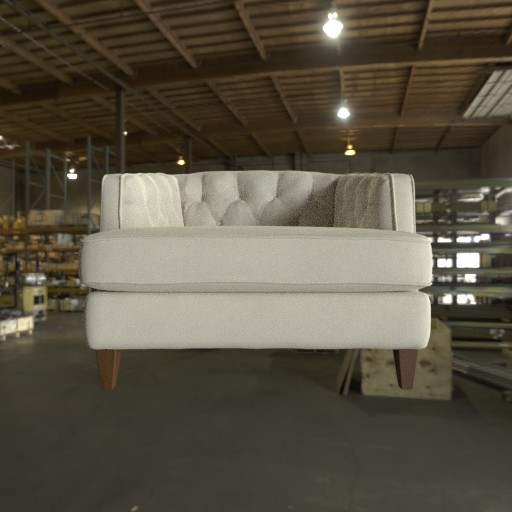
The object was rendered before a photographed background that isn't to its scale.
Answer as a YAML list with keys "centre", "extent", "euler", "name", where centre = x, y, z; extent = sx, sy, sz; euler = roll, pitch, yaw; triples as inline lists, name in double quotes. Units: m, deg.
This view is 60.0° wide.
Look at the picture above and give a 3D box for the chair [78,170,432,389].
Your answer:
- centre: [0.000, 0.000, 1.770]
  extent: [1.104, 0.852, 0.941]
  euler: [0, -1, 0]
  name: "chair"
